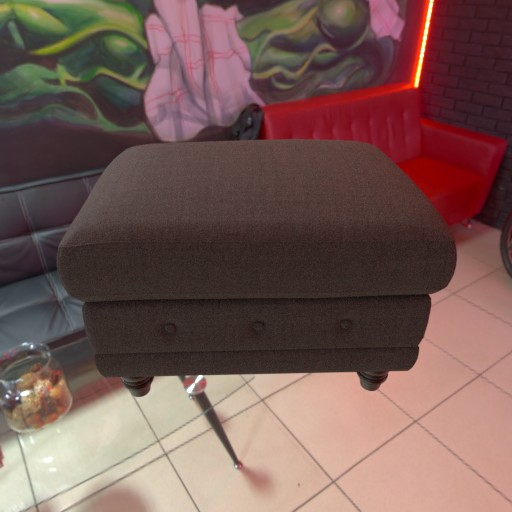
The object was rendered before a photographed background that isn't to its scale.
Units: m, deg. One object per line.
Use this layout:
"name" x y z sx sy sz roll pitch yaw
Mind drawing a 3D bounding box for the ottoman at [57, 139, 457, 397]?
"ottoman" 0.000 0.000 1.200 0.809 0.555 0.599 -1 32 -2
